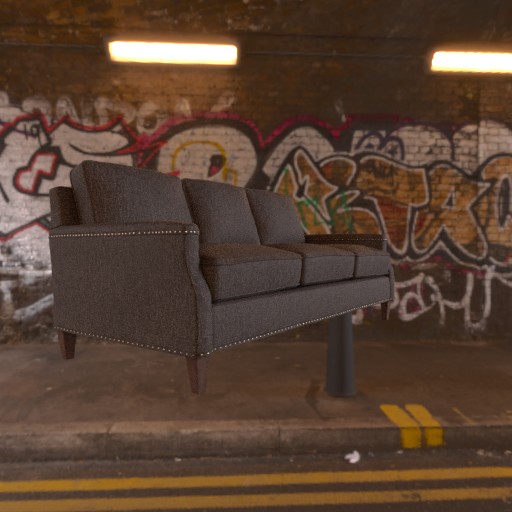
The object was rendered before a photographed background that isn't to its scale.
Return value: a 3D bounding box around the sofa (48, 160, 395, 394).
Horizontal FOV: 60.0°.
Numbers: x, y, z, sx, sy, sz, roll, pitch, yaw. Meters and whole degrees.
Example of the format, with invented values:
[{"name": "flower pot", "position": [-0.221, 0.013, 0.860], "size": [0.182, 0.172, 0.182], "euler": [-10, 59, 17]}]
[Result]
[{"name": "sofa", "position": [0.000, 0.000, 2.827], "size": [1.084, 1.003, 2.246], "euler": [1, 1, 35]}]
